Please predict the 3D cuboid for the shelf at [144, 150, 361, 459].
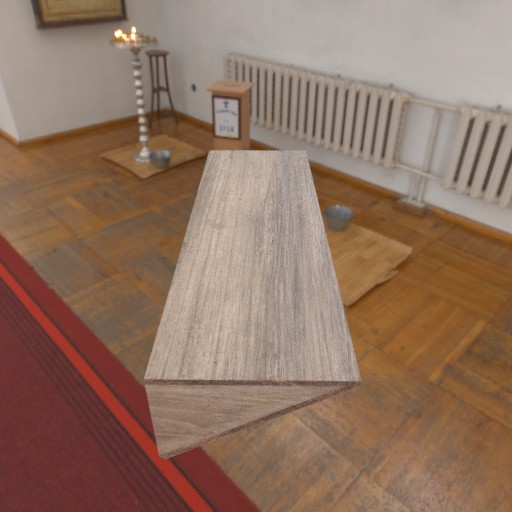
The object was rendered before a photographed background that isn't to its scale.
[{"bbox_3d":[0.000,0.000,0.696,0.200,0.125,0.610,0,33,1],"label":"shelf"}]
